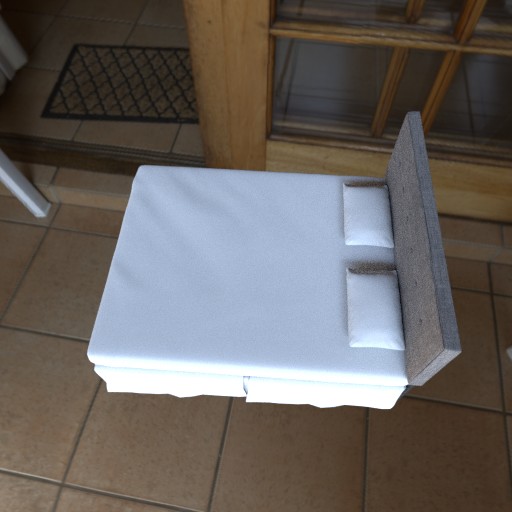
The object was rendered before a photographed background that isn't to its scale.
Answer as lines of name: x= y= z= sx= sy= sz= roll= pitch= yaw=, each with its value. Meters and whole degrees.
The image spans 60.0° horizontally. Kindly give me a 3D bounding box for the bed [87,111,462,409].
bed: x=0.000 y=0.000 z=2.922 sx=1.958 sy=1.168 sz=1.621 roll=3 pitch=59 yaw=2
